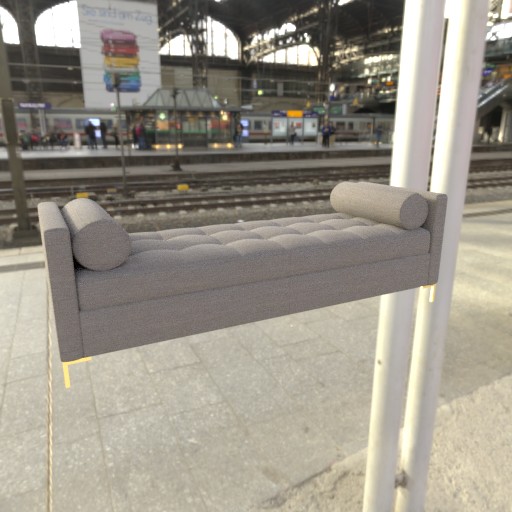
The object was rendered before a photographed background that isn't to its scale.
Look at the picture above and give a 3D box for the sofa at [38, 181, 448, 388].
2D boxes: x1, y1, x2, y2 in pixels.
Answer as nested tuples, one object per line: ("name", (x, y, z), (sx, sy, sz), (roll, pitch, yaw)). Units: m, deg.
("sofa", (0.000, 0.000, 2.318), (1.981, 0.635, 0.686), (-8, 18, -26))
